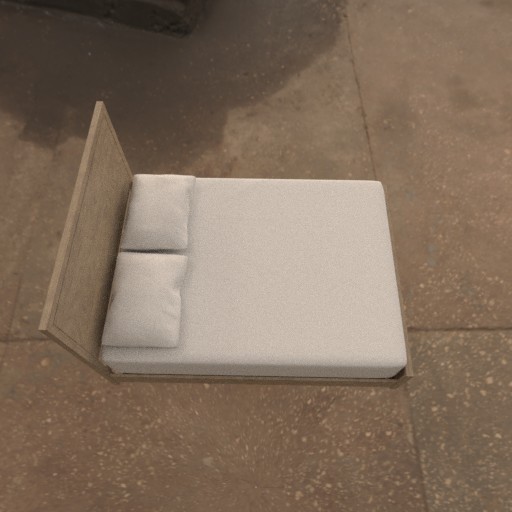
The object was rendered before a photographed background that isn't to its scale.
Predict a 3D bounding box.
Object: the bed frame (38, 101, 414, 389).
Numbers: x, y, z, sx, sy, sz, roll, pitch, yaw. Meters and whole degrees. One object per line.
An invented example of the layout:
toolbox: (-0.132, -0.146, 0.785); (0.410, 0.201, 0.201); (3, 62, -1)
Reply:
bed frame: (0.000, 0.000, 3.226); (2.189, 1.369, 1.606); (1, 62, 1)
